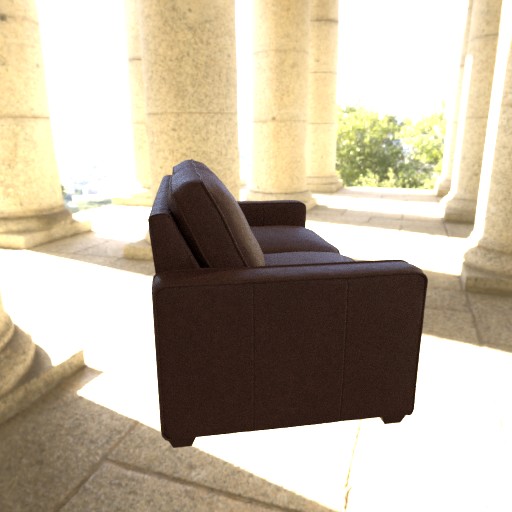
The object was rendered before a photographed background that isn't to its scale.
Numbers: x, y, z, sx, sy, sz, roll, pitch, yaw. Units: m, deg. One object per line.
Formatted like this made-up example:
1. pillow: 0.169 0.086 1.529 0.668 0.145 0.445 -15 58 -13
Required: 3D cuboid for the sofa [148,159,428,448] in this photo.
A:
1. sofa: 0.000 0.000 2.259 0.947 0.918 1.709 -3 16 -9
